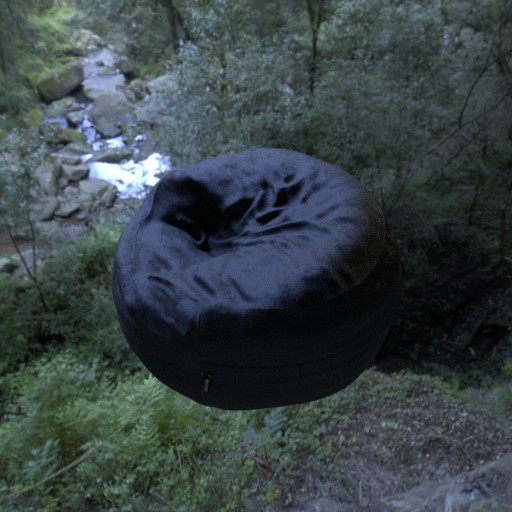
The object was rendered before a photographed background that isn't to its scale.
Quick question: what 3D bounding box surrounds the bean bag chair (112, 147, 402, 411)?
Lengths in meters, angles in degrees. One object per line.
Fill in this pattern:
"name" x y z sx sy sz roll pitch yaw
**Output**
"bean bag chair" 0.000 0.000 2.389 1.525 0.751 1.525 0 42 0
